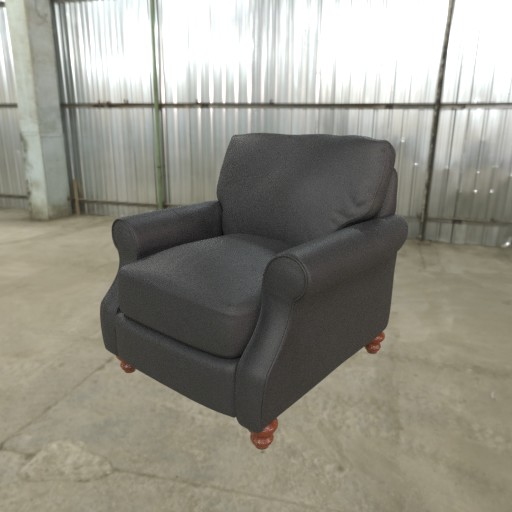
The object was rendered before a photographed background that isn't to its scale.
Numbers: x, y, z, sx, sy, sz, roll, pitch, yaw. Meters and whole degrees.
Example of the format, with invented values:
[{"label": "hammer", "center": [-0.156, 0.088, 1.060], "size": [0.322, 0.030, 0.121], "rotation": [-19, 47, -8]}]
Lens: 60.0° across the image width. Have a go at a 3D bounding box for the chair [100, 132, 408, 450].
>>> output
[{"label": "chair", "center": [0.000, 0.000, 1.808], "size": [1.015, 0.960, 1.027], "rotation": [16, 22, 42]}]
